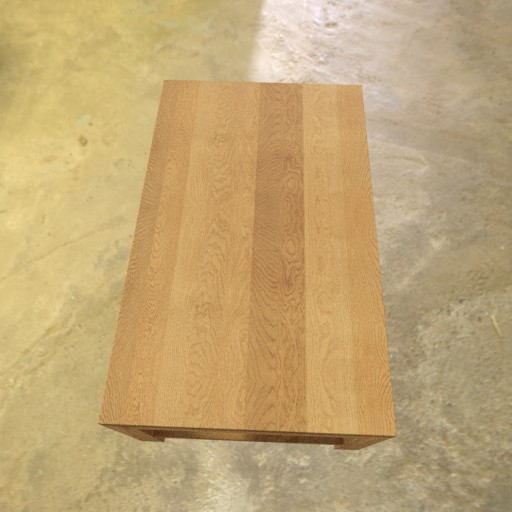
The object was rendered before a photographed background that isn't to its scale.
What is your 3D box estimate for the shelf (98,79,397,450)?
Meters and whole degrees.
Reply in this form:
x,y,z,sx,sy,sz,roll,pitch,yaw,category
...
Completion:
x,y,z,sx,sy,sz,roll,pitch,yaw,category
0.000,0.000,1.499,0.700,0.450,1.150,2,63,1,shelf
